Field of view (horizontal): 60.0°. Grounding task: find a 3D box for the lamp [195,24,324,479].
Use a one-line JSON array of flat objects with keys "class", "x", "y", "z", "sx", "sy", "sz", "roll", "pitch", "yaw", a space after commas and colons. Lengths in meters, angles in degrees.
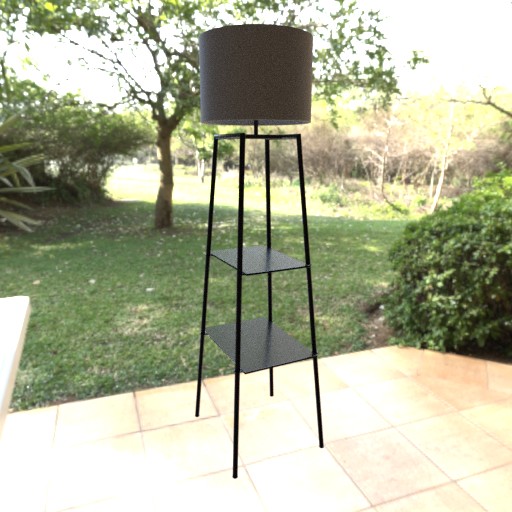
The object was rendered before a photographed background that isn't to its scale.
[{"class": "lamp", "x": 0.000, "y": 0.000, "z": 1.637, "sx": 0.384, "sy": 1.474, "sz": 0.427, "roll": -7, "pitch": 15, "yaw": -25}]
